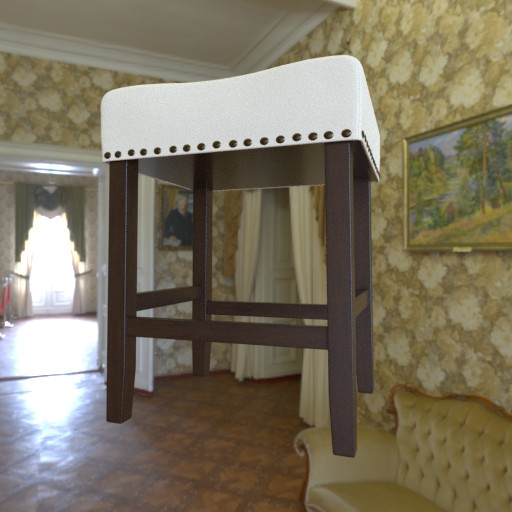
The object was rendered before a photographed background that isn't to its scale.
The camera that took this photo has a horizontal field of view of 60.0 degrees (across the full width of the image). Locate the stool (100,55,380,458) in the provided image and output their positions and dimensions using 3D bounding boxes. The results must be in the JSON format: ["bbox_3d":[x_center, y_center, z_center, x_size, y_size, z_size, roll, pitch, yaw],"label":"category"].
[{"bbox_3d":[0.000,0.000,0.910,0.471,0.609,0.401,0,0,19],"label":"stool"}]
